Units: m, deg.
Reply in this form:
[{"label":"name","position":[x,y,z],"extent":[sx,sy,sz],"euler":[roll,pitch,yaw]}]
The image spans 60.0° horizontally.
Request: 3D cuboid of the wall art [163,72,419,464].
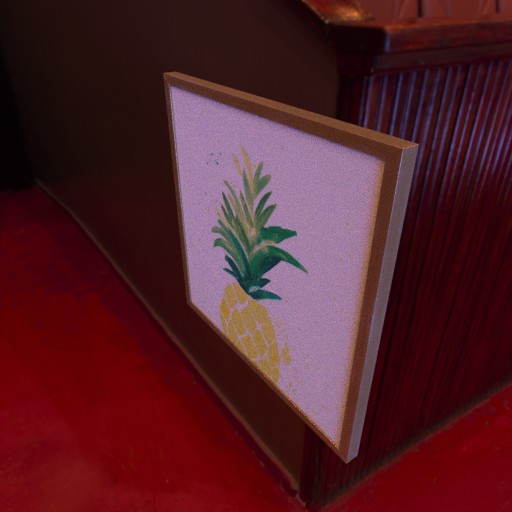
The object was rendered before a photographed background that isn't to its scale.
[{"label":"wall art","position":[0.000,0.000,1.111],"extent":[0.037,0.760,0.762],"euler":[-22,38,-31]}]
